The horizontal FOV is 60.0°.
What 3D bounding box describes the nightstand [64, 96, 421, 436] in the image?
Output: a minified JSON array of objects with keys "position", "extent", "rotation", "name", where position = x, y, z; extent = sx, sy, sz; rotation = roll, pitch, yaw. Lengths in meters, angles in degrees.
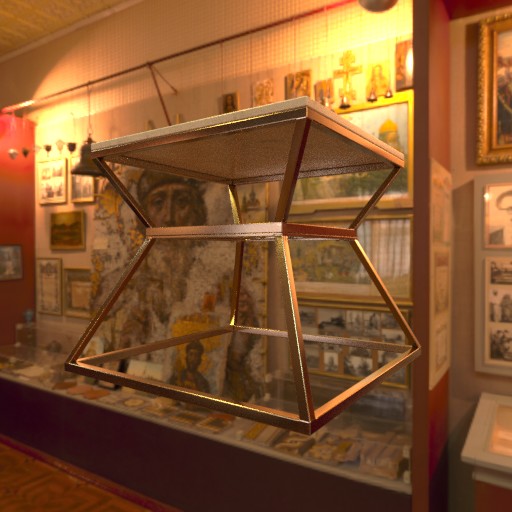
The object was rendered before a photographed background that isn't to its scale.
[{"position":[0.000,0.000,0.889],"extent":[0.513,0.426,0.514],"rotation":[0,1,35],"name":"nightstand"}]
